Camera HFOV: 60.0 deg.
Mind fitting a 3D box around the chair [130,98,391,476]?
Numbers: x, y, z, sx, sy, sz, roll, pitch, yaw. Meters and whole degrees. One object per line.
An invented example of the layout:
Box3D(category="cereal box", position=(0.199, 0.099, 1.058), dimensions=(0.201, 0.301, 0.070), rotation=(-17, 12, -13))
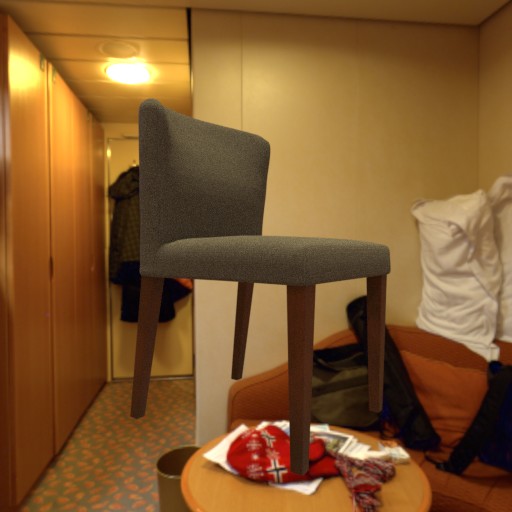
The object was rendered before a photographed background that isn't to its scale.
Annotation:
Box3D(category="chair", position=(0.000, 0.000, 1.181), dimensions=(0.589, 0.839, 0.491), rotation=(1, 1, 36))
